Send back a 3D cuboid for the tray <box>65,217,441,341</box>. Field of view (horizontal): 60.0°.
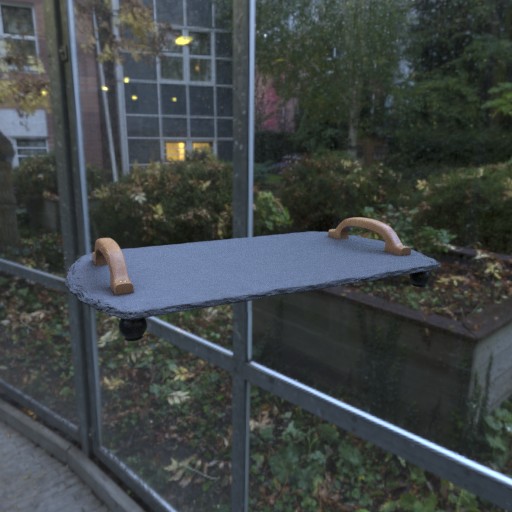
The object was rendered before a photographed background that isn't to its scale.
[{"bbox_3d":[0.000,0.000,0.486,0.387,0.062,0.231,-7,15,-27],"label":"tray"}]
